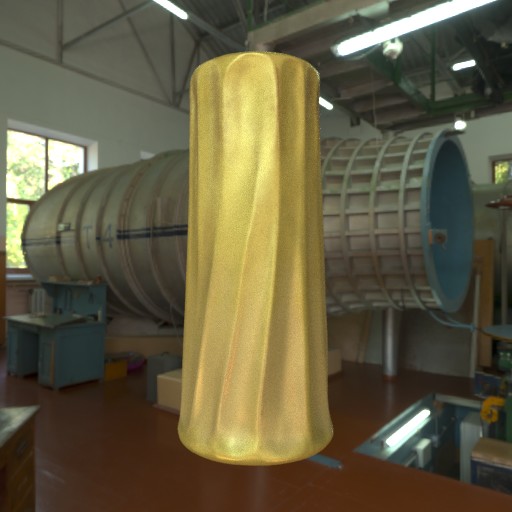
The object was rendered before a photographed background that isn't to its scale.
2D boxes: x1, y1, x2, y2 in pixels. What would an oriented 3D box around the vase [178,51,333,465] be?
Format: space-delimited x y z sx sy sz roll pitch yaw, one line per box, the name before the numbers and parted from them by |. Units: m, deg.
vase | 0.000 0.000 0.179 0.061 0.143 0.061 0 -1 0
